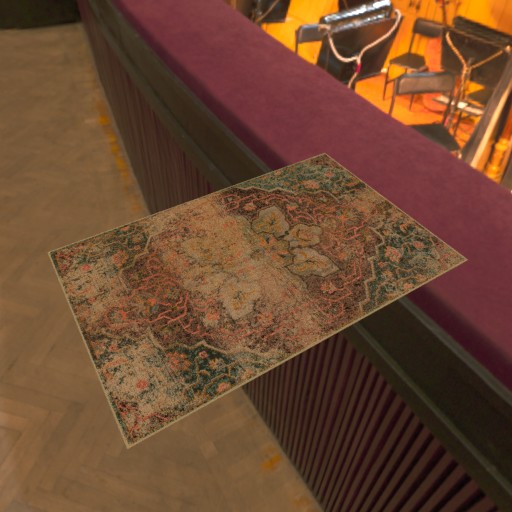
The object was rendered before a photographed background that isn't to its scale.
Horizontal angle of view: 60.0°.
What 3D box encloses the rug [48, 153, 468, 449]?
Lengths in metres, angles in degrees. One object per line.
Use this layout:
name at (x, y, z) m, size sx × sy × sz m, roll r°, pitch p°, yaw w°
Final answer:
rug at (0.000, 0.000, 2.938) m, size 2.363 × 0.004 × 1.566 m, roll -23°, pitch 49°, yaw -21°
